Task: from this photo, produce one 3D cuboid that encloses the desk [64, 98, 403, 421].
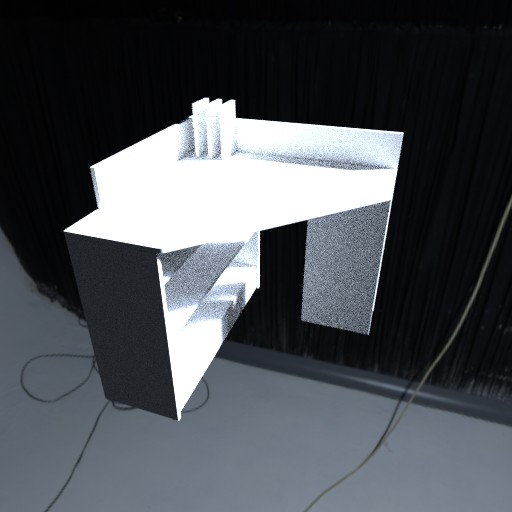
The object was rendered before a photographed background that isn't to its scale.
[{"bbox_3d":[0.000,0.000,1.762,0.940,0.986,0.940,10,32,16],"label":"desk"}]
